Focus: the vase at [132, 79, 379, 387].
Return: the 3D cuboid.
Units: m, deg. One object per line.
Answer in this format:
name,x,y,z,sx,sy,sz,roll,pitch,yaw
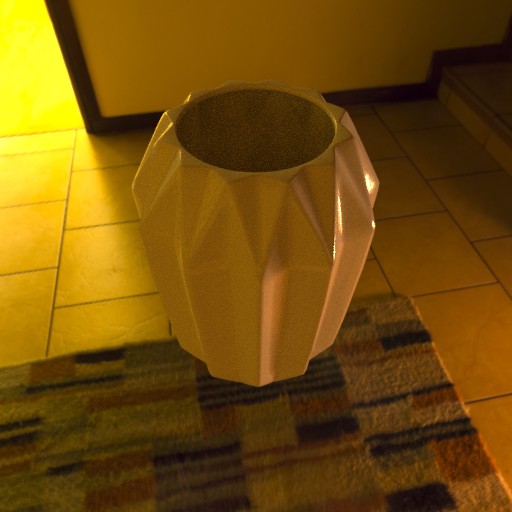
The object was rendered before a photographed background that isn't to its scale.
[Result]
vase,0.000,0.000,0.408,0.195,0.275,0.195,0,48,0
